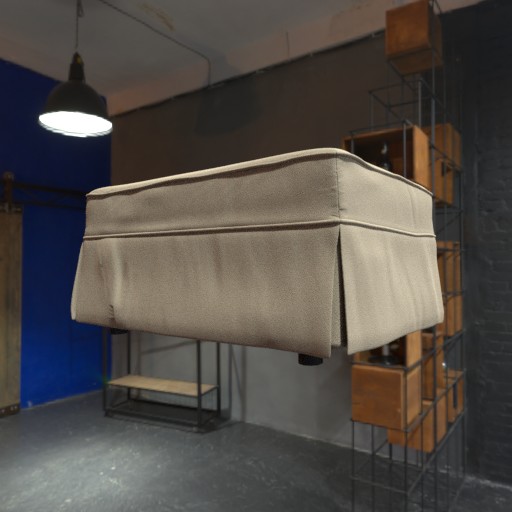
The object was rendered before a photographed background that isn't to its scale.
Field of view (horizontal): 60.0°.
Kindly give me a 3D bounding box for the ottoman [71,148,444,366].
[{"bbox_3d":[0.000,0.000,1.376,0.959,0.482,0.721,-1,-1,37],"label":"ottoman"}]
